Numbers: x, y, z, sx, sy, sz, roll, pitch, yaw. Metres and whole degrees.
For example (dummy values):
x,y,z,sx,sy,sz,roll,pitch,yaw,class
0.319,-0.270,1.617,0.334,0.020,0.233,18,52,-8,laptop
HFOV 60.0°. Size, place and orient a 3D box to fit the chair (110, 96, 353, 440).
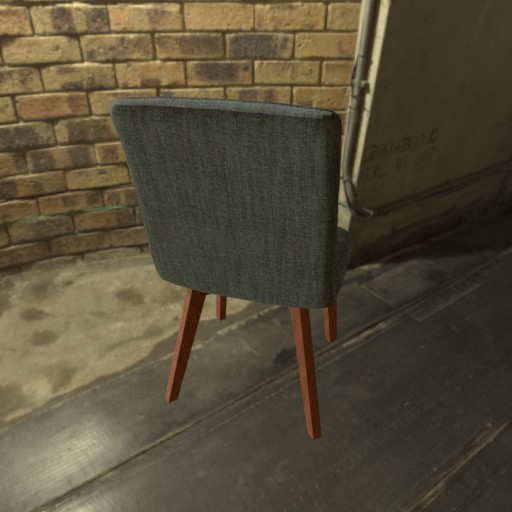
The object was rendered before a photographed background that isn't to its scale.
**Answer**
x,y,z,sx,sy,sz,roll,pitch,yaw,class
0.000,0.000,1.280,0.522,0.974,0.563,9,33,14,chair
